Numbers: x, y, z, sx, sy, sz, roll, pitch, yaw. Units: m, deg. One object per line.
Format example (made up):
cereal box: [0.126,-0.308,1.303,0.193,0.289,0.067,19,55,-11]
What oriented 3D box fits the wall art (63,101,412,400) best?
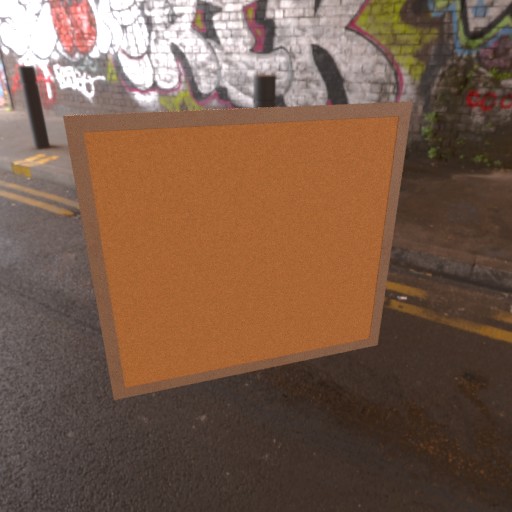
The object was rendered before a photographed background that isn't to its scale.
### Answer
wall art: [0.000,0.000,1.669,1.168,1.067,0.025,-8,26,-16]
